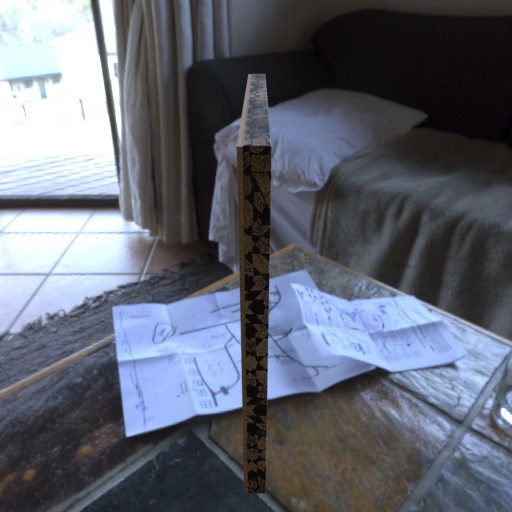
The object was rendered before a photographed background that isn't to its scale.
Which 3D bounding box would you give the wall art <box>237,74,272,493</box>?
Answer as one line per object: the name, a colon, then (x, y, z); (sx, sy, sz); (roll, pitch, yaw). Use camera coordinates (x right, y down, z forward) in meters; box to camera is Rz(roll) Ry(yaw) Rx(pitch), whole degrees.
wall art: (0.000, 0.000, 0.893); (0.038, 0.612, 0.612); (0, 29, 0)
